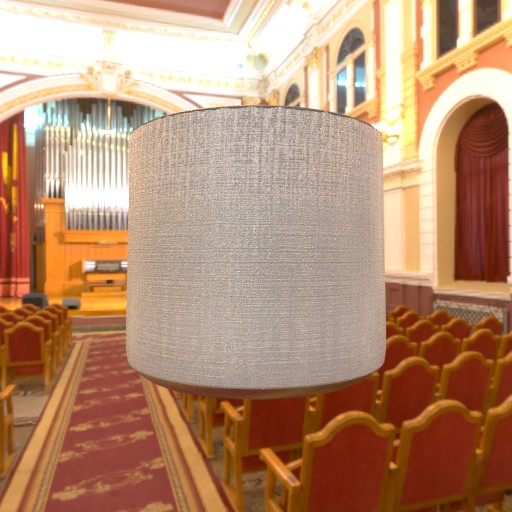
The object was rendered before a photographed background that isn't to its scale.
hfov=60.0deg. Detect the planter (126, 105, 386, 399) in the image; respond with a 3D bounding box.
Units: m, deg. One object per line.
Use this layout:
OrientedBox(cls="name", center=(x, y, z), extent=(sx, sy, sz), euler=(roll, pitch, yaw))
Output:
OrientedBox(cls="planter", center=(0.000, 0.000, 0.223), extent=(0.125, 0.112, 0.125), euler=(0, 0, 0))
